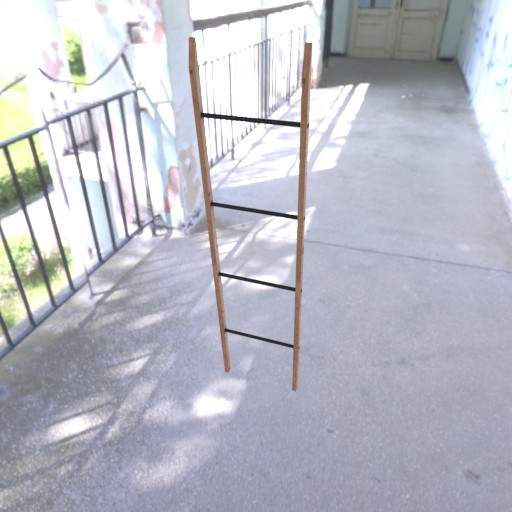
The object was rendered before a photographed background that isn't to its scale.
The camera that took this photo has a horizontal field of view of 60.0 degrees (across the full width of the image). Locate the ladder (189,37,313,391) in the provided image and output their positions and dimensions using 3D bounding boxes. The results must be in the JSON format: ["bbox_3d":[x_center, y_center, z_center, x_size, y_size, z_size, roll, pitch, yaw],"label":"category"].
[{"bbox_3d":[0.000,0.000,2.024,0.442,1.805,0.200,11,34,16],"label":"ladder"}]
